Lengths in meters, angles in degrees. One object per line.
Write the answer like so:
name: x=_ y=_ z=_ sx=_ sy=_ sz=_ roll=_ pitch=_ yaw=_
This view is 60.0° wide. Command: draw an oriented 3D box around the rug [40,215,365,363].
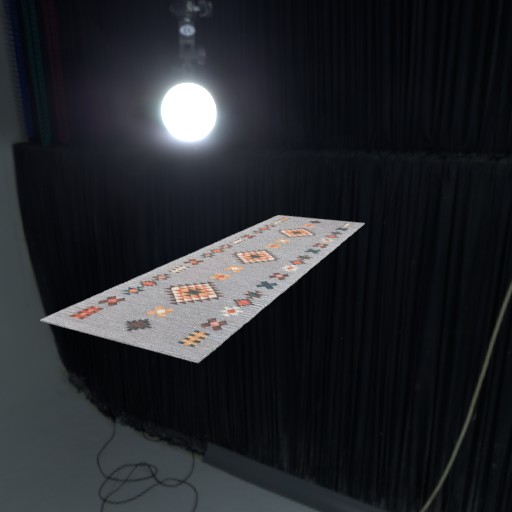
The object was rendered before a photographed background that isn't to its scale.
rug: x=0.000 y=0.000 z=2.686 sx=0.766 sy=0.008 sz=2.432 roll=8 pitch=18 yaw=25
